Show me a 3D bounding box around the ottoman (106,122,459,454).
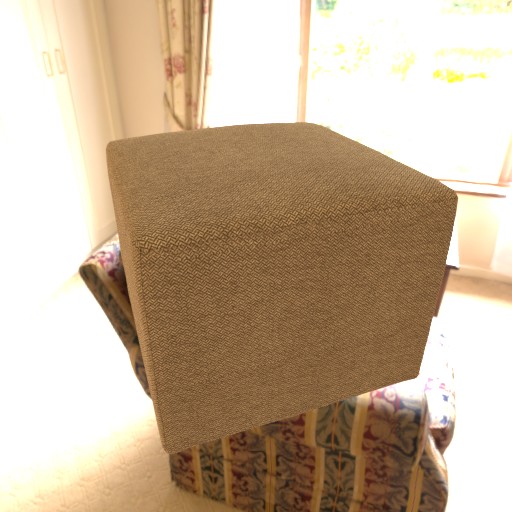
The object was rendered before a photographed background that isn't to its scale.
[{"bbox_3d":[0.000,0.000,0.909,0.512,0.453,0.519,-10,31,-18],"label":"ottoman"}]
